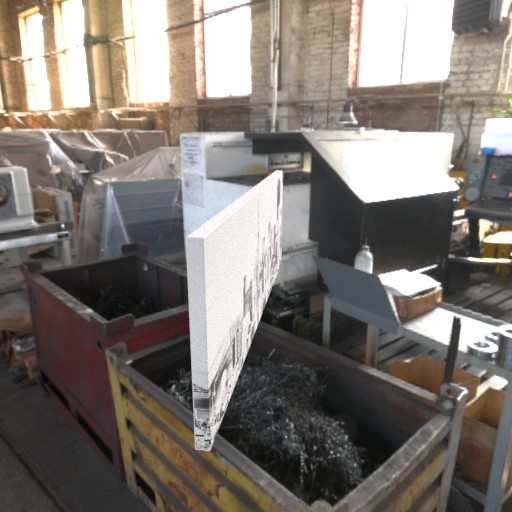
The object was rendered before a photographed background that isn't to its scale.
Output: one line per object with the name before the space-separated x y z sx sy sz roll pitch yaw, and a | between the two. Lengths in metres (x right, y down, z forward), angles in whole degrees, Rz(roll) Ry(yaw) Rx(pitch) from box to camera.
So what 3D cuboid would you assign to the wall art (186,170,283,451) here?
wall art | 0.000 0.000 1.678 0.039 0.507 1.520 3 16 9
